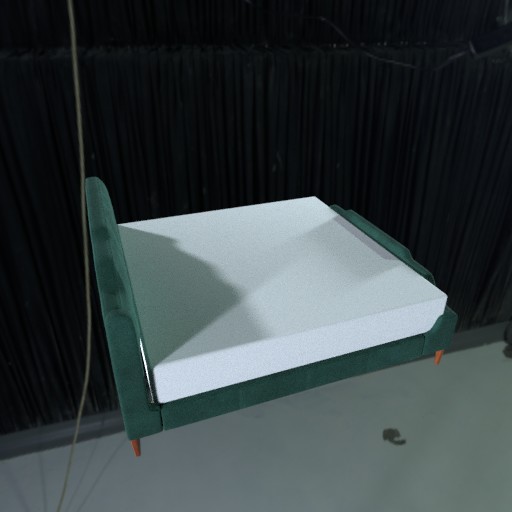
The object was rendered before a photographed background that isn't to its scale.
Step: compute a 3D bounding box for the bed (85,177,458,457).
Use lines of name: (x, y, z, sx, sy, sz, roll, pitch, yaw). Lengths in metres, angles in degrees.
bed: (0.000, 0.000, 3.525, 2.340, 1.245, 2.074, -10, 31, -18)
